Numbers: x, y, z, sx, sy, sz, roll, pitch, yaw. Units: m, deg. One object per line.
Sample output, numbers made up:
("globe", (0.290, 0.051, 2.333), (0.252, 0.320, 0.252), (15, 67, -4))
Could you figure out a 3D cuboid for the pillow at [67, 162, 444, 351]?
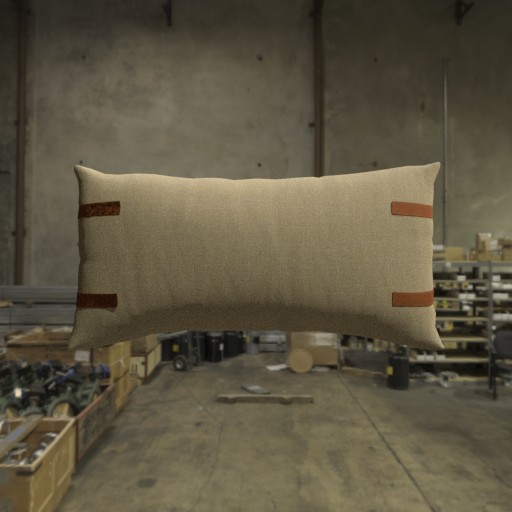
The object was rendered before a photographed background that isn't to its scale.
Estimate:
("pillow", (0.000, 0.000, 0.722), (0.612, 0.308, 0.148), (0, -1, 0))
